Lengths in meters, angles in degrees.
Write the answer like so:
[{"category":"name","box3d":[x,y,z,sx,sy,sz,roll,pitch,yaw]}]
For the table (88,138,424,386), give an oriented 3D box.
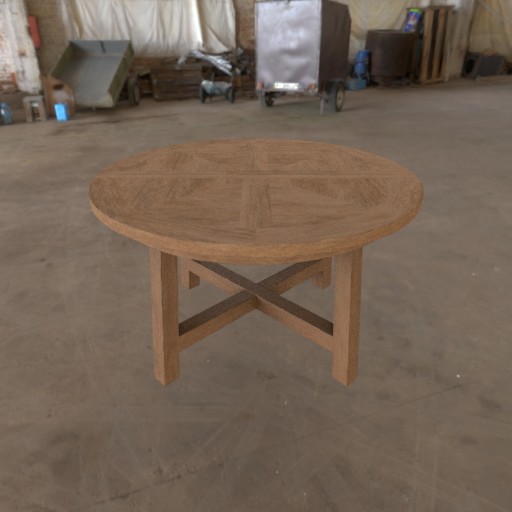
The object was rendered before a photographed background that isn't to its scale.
[{"category":"table","box3d":[0.000,0.000,2.014,1.319,0.762,1.319,0,28,0]}]
